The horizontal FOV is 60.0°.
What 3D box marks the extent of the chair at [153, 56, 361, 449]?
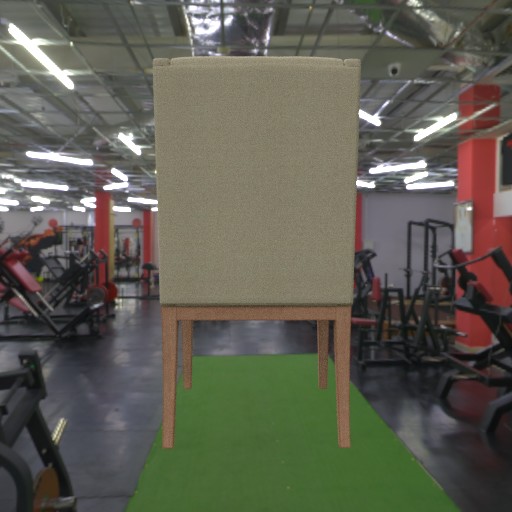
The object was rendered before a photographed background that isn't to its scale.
[{"bbox_3d":[0.000,0.000,1.413,0.575,1.021,0.611,0,1,-1],"label":"chair"}]
